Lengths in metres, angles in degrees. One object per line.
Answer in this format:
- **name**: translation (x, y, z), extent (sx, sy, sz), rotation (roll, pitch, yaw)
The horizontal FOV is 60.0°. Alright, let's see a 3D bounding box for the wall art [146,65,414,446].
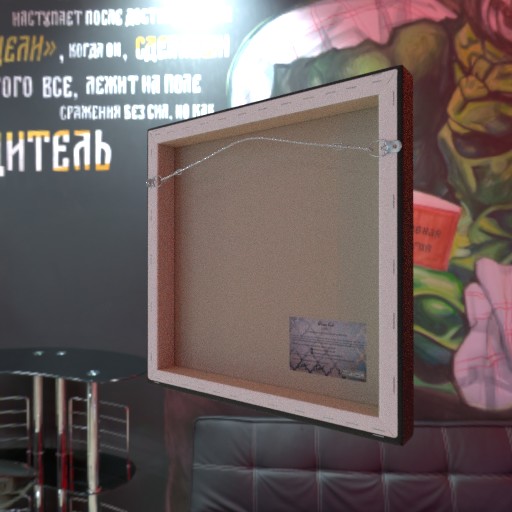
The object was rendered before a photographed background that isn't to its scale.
- **wall art**: translation (0.000, 0.000, 0.599), extent (0.406, 0.407, 0.041), rotation (0, 0, 36)
